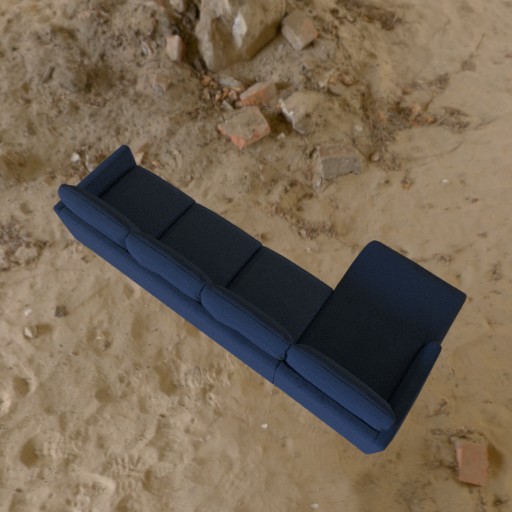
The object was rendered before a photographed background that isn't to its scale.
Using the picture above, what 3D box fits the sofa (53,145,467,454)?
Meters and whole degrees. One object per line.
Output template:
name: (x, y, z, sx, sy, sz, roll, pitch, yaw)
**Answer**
sofa: (0.000, 0.000, 2.847, 2.450, 0.679, 1.128, 33, 68, 15)
